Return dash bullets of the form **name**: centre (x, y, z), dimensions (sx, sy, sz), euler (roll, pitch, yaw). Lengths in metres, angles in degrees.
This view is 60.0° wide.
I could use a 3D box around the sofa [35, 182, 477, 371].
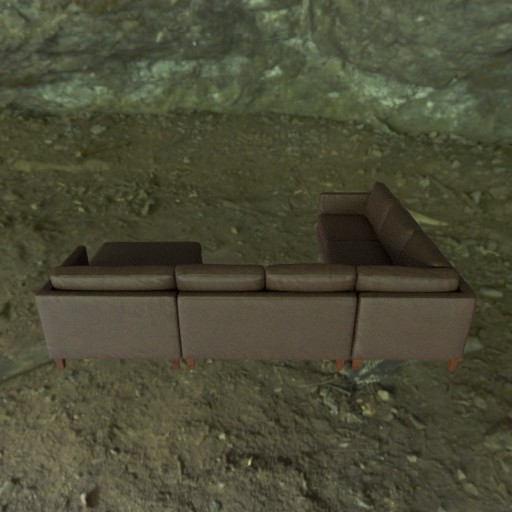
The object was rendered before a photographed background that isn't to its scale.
- **sofa**: centre (0.000, 0.000, 4.656), dimensions (3.460, 0.923, 2.593), euler (0, 26, 0)
